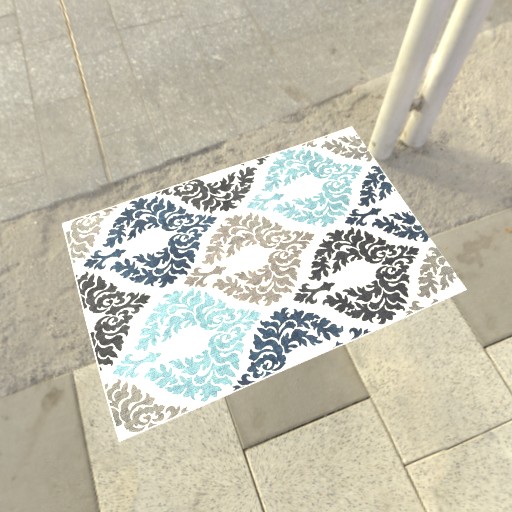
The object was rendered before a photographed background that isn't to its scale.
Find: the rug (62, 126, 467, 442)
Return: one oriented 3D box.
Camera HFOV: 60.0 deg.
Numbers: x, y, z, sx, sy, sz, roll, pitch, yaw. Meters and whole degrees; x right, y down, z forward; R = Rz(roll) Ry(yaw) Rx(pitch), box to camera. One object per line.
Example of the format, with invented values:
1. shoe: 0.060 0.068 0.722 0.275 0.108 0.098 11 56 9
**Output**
1. rug: 0.000 0.000 2.931 2.275 0.014 1.514 -21 64 -11
